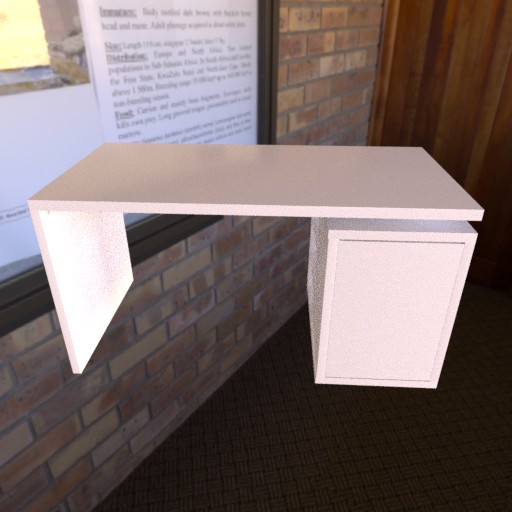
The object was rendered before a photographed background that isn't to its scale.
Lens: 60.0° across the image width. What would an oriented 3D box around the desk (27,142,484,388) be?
[{"bbox_3d":[0.000,0.000,1.834,1.400,0.740,0.690,2,29,3],"label":"desk"}]
